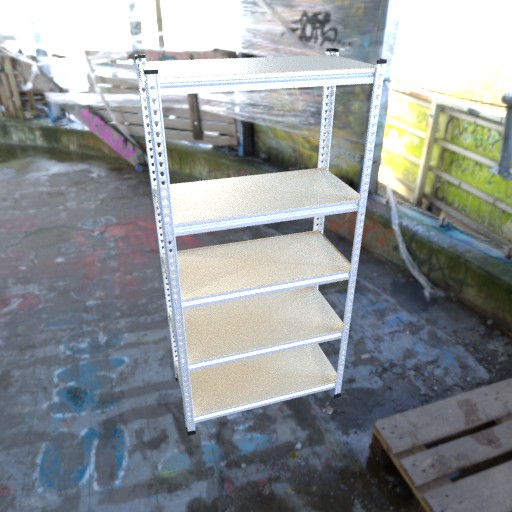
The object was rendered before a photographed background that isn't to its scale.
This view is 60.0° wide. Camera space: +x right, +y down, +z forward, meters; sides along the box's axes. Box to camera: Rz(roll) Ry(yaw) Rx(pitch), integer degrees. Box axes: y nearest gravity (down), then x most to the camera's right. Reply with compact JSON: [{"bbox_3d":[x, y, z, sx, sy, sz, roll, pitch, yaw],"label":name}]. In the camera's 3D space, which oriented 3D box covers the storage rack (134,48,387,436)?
[{"bbox_3d":[0.000,0.000,2.221,0.914,1.829,0.457,-9,32,-15],"label":"storage rack"}]
